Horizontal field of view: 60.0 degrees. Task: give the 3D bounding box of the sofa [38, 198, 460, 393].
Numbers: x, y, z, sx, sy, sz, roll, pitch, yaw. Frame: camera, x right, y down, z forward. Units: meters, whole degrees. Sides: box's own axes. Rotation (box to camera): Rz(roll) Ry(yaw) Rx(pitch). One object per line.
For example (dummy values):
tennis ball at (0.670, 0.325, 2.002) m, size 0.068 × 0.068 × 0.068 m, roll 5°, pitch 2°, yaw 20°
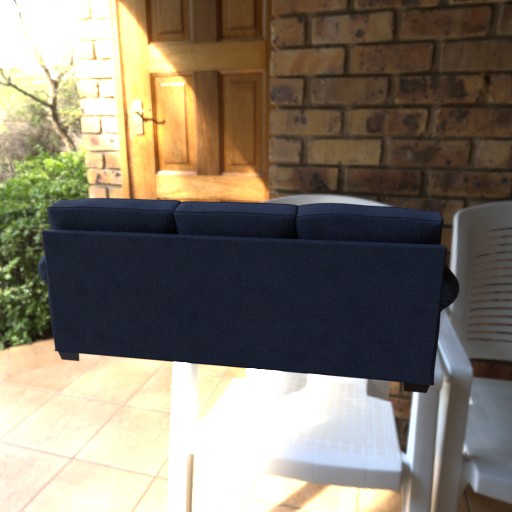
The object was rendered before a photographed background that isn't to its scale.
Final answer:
sofa at (0.000, 0.000, 3.423) m, size 2.567 × 1.063 × 1.780 m, roll 3°, pitch 16°, yaw 9°
